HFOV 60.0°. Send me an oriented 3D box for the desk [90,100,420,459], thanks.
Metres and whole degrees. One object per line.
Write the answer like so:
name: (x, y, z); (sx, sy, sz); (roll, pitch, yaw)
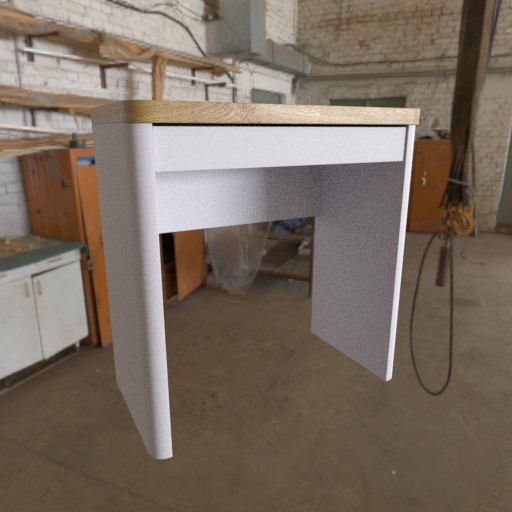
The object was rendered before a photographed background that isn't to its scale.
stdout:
desk: (0.000, 0.000, 1.253); (0.760, 0.790, 0.440); (-9, 18, -27)
